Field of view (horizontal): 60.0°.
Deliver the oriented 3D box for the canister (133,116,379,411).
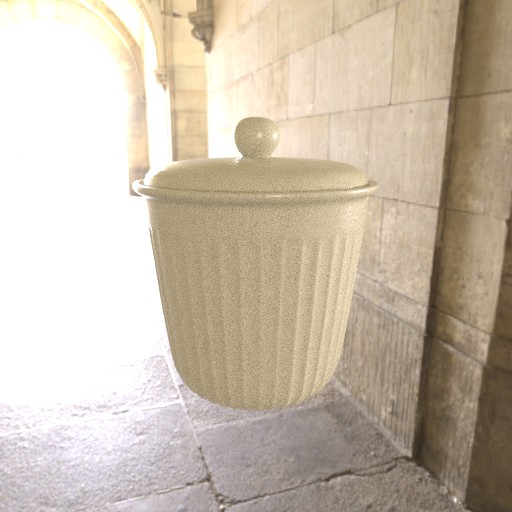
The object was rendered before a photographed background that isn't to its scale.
[{"bbox_3d":[0.000,0.000,0.351,0.181,0.211,0.181,0,14,0],"label":"canister"}]
